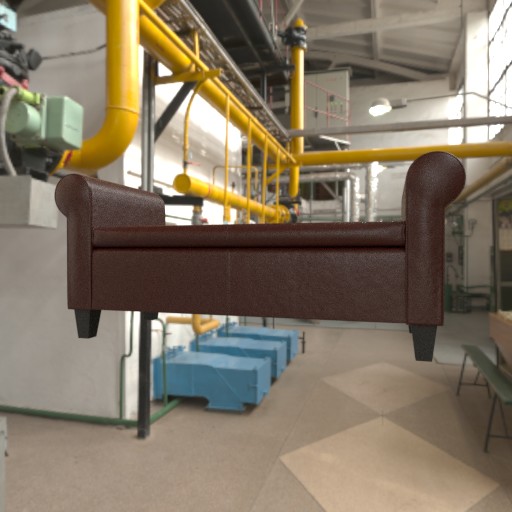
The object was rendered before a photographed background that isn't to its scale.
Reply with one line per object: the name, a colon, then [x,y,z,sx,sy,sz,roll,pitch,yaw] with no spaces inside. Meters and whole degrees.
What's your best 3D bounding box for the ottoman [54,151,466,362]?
ottoman: [0.000,0.000,1.537,1.256,0.547,0.521,0,1,17]
